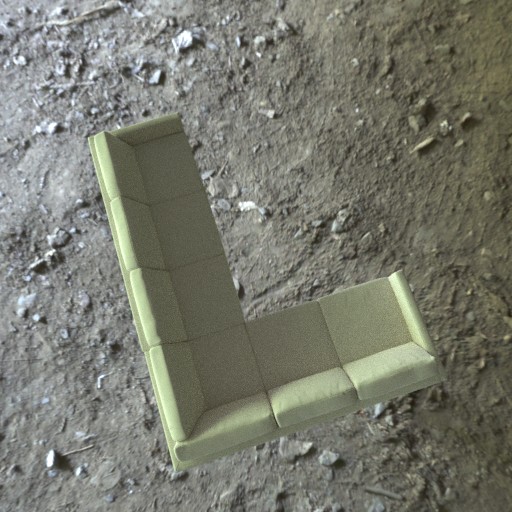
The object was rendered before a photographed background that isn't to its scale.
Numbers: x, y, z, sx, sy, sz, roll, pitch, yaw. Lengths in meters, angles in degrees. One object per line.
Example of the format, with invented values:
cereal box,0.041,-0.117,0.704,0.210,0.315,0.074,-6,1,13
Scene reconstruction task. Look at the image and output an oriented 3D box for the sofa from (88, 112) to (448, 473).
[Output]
sofa,0.000,0.000,4.273,2.432,0.863,3.182,-17,77,-4
